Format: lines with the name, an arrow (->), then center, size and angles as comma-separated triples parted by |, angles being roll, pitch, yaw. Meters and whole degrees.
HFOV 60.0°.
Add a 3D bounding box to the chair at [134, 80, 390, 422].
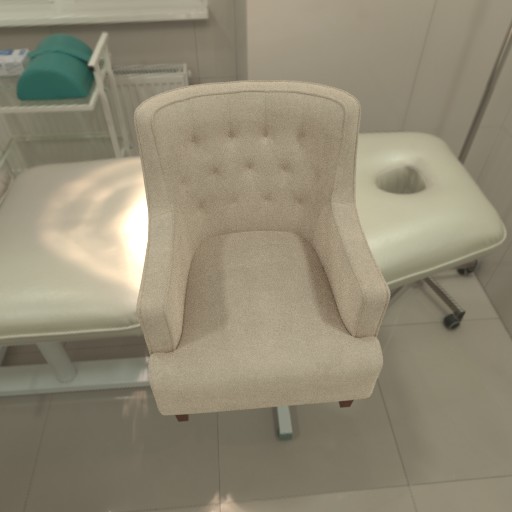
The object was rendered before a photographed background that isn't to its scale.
chair -> 0.000, 0.000, 1.622 | 0.781, 0.920, 0.910 | -4, 46, -3
